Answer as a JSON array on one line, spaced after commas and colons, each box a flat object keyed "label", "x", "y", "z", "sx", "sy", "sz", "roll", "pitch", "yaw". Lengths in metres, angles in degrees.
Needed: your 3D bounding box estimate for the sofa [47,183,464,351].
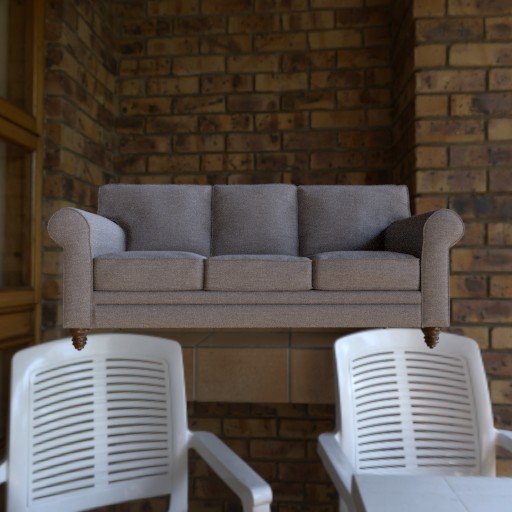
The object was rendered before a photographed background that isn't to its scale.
[{"label": "sofa", "x": 0.000, "y": 0.000, "z": 2.610, "sx": 2.084, "sy": 0.961, "sz": 0.916, "roll": 0, "pitch": -2, "yaw": -1}]
